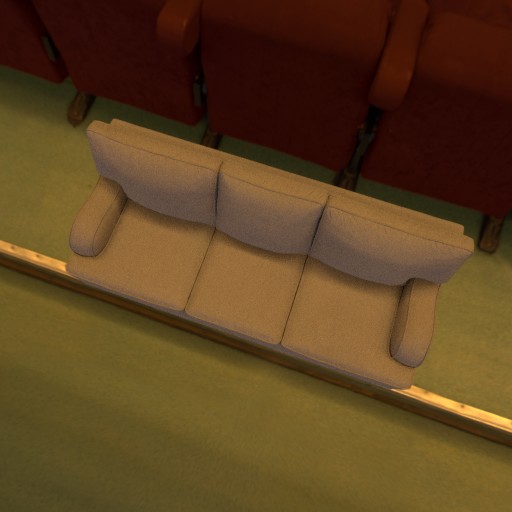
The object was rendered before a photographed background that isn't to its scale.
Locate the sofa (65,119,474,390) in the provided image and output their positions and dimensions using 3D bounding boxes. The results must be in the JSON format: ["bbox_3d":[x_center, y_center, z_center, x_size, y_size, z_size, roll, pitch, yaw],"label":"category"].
[{"bbox_3d":[0.000,0.000,2.863,2.323,0.991,1.016,18,74,5],"label":"sofa"}]
